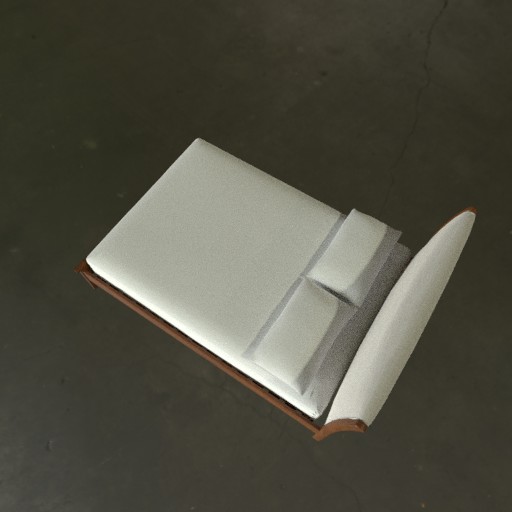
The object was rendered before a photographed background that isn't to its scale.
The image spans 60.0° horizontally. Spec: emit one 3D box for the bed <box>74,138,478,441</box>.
[{"bbox_3d":[0.000,0.000,3.319,2.380,1.250,1.612,30,67,14],"label":"bed"}]
